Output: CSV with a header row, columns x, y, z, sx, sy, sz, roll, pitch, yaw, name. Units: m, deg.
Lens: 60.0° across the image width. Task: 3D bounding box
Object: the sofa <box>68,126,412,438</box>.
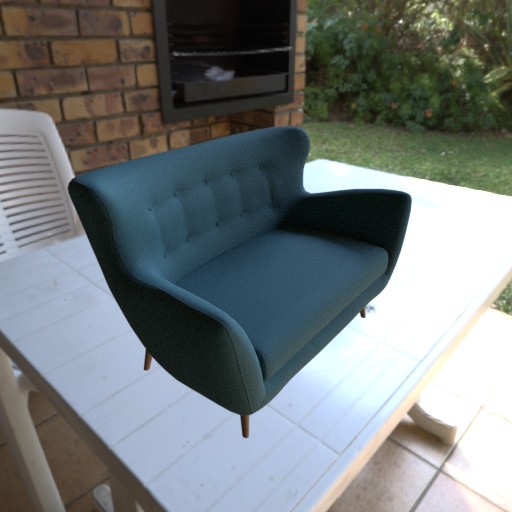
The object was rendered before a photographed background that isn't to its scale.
x,y,z,sx,sy,sz,roll,pitch,yaw,name
0.000,0.000,1.957,0.889,0.889,1.397,19,33,33,sofa
